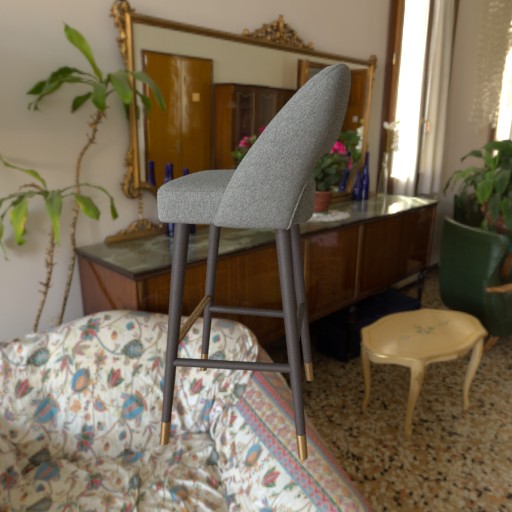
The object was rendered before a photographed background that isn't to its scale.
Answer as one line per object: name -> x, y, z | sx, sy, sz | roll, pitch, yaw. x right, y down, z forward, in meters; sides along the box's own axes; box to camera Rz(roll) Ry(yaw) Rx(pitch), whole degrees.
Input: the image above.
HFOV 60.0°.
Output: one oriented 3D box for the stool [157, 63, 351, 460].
stool -> 0.000, 0.000, 1.383 | 0.524, 1.089, 0.536 | 3, 16, 9
